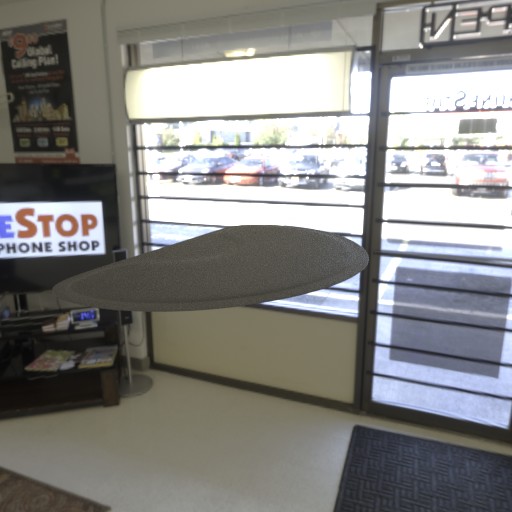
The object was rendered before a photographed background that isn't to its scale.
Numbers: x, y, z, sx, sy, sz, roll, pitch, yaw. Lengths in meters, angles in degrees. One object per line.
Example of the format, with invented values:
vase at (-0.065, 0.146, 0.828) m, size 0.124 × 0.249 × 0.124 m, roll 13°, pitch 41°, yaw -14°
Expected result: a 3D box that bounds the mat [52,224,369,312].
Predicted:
mat at (0.000, 0.000, 1.869) m, size 0.913 × 0.013 × 1.524 m, roll 6°, pitch 15°, yaw 25°
